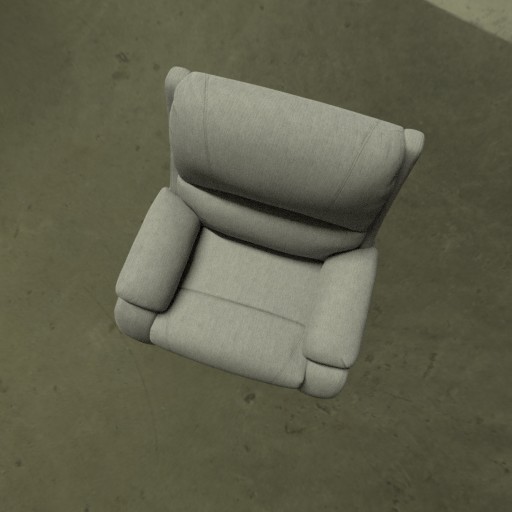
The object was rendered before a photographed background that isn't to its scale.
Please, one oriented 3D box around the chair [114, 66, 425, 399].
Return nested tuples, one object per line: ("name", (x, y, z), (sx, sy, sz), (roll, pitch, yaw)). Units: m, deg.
("chair", (0.000, 0.000, 1.718), (0.930, 1.011, 0.899), (17, 76, 4))
